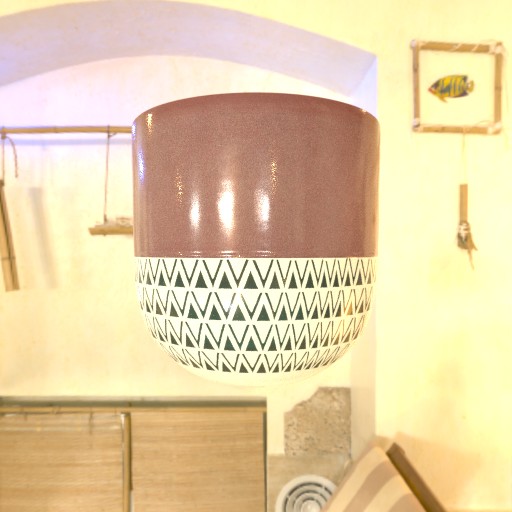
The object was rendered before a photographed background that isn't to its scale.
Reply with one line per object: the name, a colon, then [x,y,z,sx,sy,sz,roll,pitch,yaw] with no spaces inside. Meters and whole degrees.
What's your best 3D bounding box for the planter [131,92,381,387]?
planter: [0.000,0.000,0.493,0.266,0.270,0.266,0,1,0]
